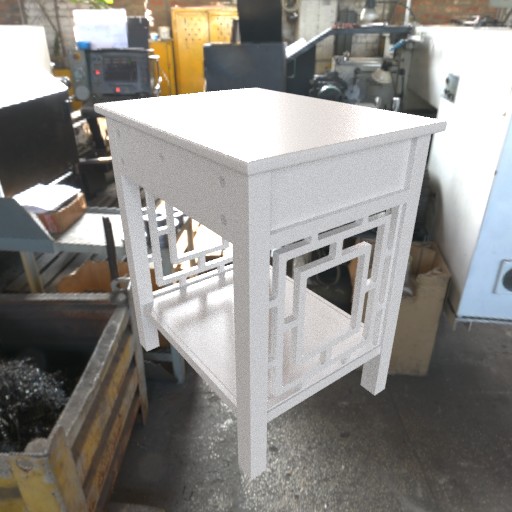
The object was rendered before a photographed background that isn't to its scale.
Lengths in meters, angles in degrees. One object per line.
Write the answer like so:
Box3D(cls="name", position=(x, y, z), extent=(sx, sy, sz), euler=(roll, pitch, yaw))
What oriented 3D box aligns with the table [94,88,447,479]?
Box3D(cls="table", position=(0.000, 0.000, 1.024), extent=(0.451, 0.646, 0.564), euler=(-19, 34, -32))
